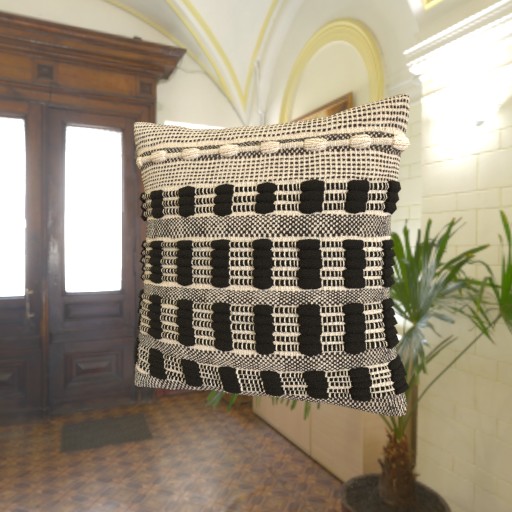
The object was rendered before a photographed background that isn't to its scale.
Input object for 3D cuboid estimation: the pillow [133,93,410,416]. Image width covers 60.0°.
[{"bbox_3d":[0.000,0.000,0.662,0.436,0.438,0.156,0,1,19],"label":"pillow"}]
